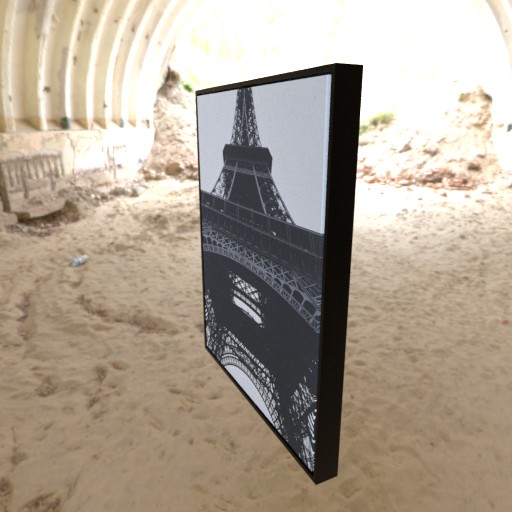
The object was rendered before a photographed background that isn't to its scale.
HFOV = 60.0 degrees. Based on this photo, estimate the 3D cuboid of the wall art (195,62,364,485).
[{"bbox_3d":[0.000,0.000,0.750,0.039,0.553,0.451,-8,18,-25],"label":"wall art"}]
